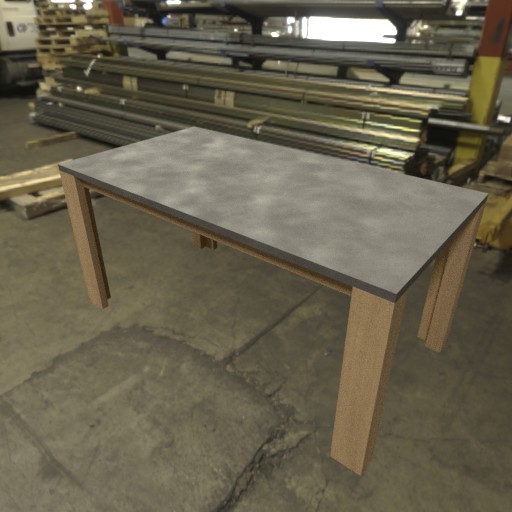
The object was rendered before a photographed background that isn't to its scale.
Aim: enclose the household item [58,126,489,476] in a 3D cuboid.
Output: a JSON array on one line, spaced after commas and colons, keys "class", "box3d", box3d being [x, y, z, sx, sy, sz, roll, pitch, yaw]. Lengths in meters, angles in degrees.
[{"class": "household item", "box3d": [0.000, 0.000, 2.032, 1.600, 0.755, 0.850, 22, 37, 33]}]
